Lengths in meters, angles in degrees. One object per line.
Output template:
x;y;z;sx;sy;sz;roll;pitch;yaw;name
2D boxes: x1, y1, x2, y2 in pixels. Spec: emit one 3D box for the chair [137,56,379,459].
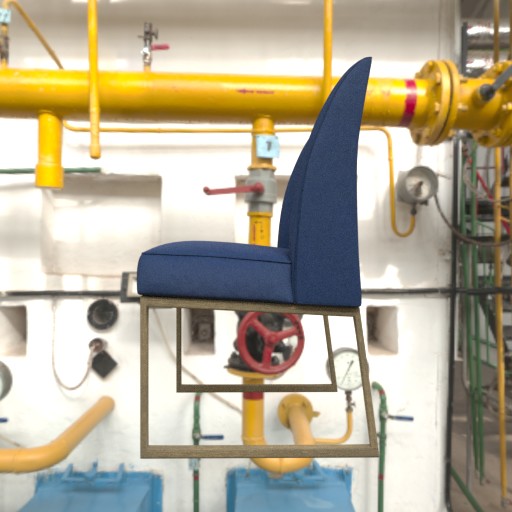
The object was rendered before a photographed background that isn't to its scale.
0.000;0.000;1.181;0.522;0.863;0.508;0;0;-1;chair
